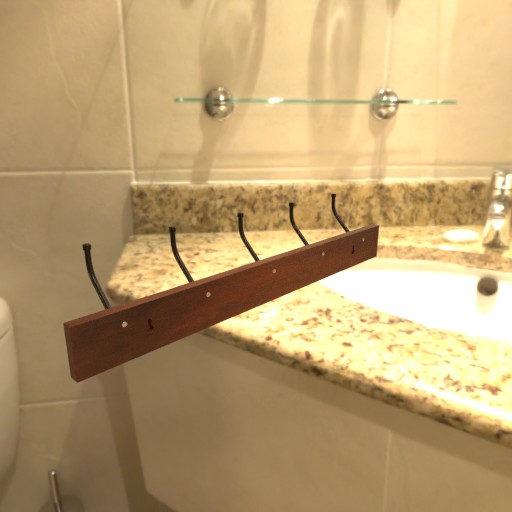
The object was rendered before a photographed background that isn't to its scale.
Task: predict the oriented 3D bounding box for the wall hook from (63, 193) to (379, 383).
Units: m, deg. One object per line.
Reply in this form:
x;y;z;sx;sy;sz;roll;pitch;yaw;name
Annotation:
0.000;0.000;0.632;0.071;0.117;0.571;16;23;42;wall hook
